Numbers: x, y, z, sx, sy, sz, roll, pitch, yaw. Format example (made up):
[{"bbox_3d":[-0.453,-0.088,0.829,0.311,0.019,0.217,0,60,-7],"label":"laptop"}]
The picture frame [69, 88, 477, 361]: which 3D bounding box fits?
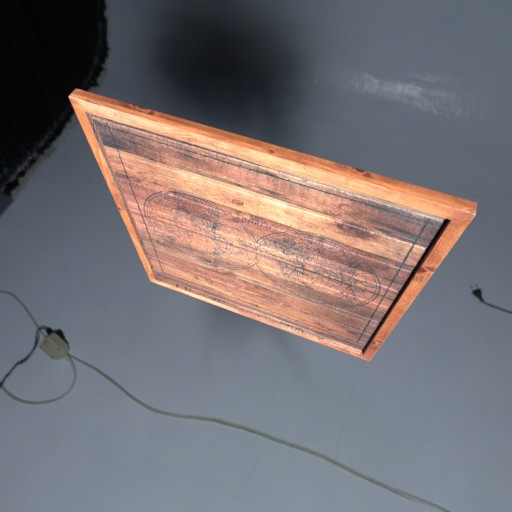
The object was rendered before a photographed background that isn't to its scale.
[{"bbox_3d":[0.000,0.000,1.183,0.810,0.817,0.029,19,61,11],"label":"picture frame"}]
